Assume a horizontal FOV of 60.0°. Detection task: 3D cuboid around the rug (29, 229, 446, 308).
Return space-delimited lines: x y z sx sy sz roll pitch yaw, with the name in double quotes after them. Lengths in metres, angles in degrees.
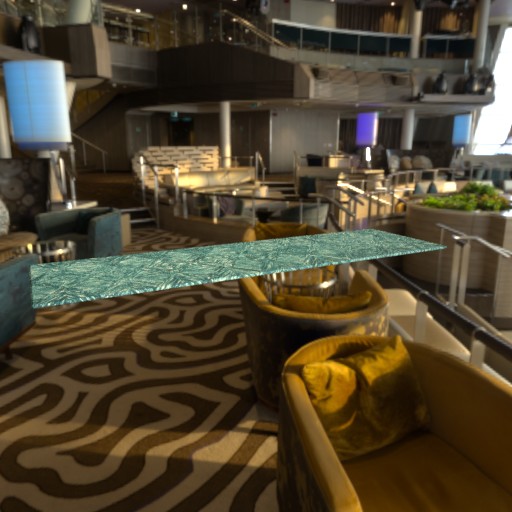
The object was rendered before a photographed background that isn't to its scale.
0.000 0.000 2.502 2.286 0.016 0.676 -7 16 -26 "rug"
